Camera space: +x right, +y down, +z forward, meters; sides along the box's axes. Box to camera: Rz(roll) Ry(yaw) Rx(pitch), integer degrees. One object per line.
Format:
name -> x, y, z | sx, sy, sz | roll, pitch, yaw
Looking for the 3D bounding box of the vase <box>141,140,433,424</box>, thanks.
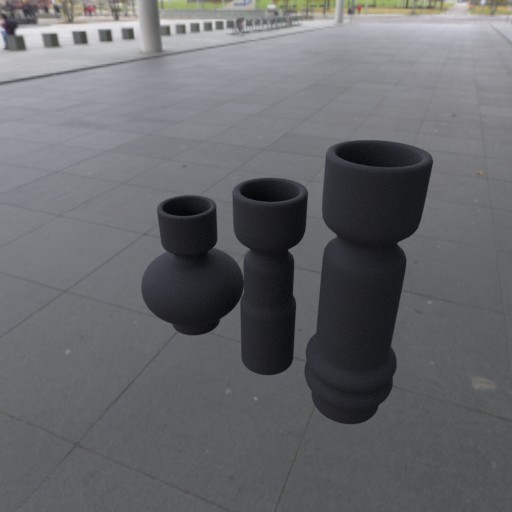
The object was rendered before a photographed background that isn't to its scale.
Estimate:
vase -> 0.000, 0.000, 0.440 | 0.307, 0.249, 0.120 | 21, 36, 32
